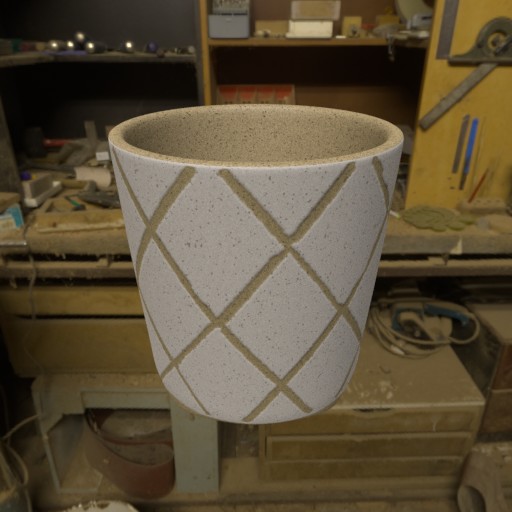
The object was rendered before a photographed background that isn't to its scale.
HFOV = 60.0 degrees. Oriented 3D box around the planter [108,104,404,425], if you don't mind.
[{"bbox_3d":[0.000,0.000,0.409,0.228,0.235,0.228,0,27,0],"label":"planter"}]
